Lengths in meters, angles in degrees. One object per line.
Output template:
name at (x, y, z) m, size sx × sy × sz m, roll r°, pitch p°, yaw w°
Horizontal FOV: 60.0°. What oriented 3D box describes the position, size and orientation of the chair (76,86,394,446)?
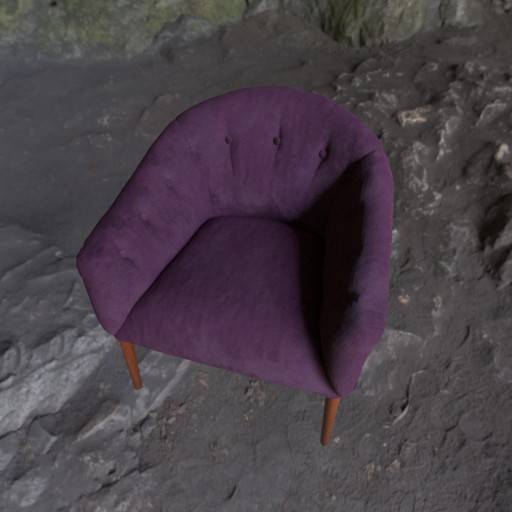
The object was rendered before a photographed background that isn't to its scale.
chair at (0.000, 0.000, 1.490) m, size 0.851 × 0.885 × 0.776 m, roll 12°, pitch 43°, yaw 13°
